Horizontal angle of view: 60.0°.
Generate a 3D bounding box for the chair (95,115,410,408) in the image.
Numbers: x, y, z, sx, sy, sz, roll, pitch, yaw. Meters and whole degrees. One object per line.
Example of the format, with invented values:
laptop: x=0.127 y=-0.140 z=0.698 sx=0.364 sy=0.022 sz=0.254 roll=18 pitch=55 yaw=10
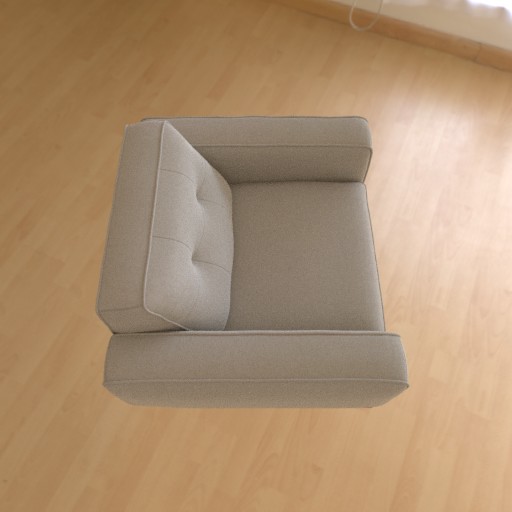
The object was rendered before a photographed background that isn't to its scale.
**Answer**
chair: x=0.000 y=0.000 z=1.728 sx=0.953 sy=0.779 sz=1.115 roll=0 pitch=63 yaw=0
